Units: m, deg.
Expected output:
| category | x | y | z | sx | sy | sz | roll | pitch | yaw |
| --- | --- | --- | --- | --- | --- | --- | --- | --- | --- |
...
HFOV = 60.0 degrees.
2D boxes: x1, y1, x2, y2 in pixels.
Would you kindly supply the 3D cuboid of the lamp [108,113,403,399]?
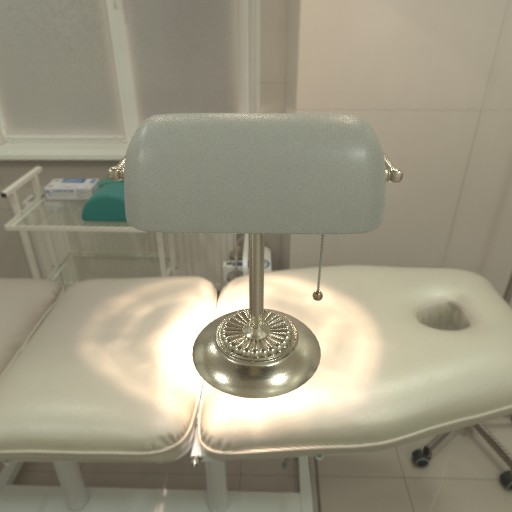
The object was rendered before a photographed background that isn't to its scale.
| category | x | y | z | sx | sy | sz | roll | pitch | yaw |
| --- | --- | --- | --- | --- | --- | --- | --- | --- | --- |
| lamp | 0.000 | 0.000 | 0.507 | 0.264 | 0.339 | 0.243 | 1 | 30 | 1 |
